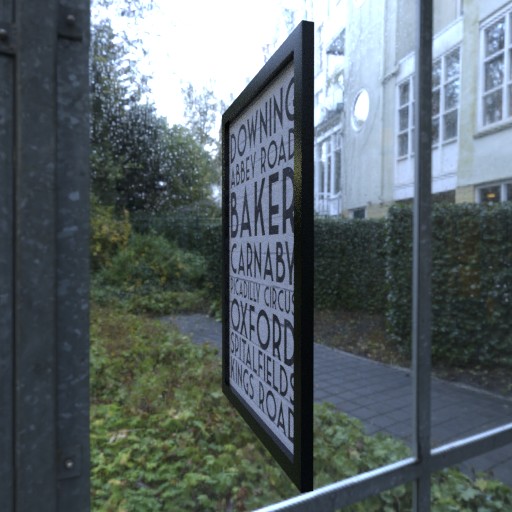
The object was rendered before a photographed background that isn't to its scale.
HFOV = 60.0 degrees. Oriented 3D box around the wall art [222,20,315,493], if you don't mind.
[{"bbox_3d":[0.000,0.000,0.836,0.019,0.656,0.462,0,1,-18],"label":"wall art"}]
